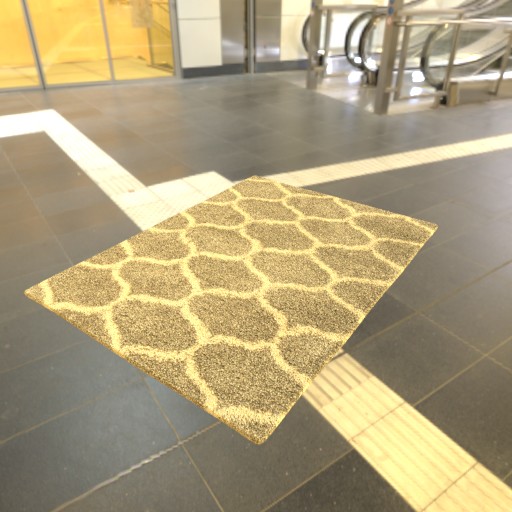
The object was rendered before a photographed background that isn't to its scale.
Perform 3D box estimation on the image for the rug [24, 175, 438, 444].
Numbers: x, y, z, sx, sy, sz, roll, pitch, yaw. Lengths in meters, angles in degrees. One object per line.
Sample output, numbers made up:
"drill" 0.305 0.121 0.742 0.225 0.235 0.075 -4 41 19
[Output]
"rug" 0.000 0.000 2.067 1.200 0.025 1.600 21 37 30
